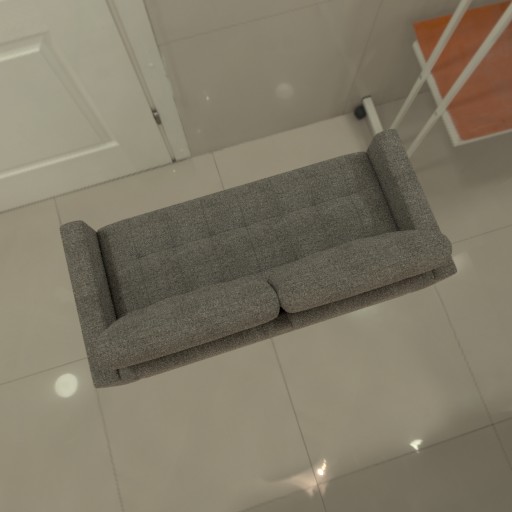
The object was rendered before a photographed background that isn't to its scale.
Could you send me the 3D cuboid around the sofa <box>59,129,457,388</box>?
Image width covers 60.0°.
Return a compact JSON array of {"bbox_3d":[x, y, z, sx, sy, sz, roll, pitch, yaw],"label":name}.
[{"bbox_3d":[0.000,0.000,2.337,1.821,0.902,0.863,-17,77,-4],"label":"sofa"}]
